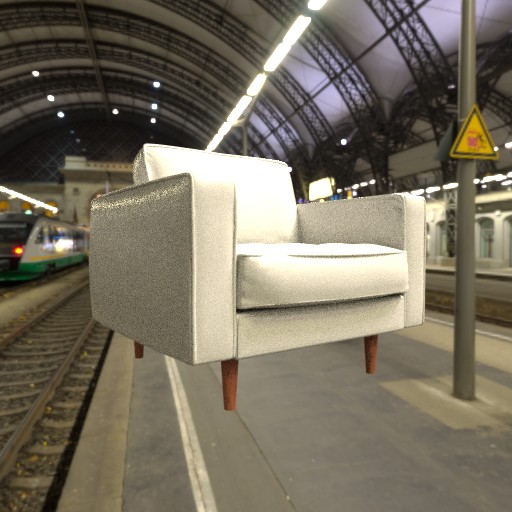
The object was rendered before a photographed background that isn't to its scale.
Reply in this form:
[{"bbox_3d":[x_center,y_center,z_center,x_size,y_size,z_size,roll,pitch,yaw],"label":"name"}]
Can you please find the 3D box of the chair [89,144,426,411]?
[{"bbox_3d":[0.000,0.000,1.521,0.928,0.773,0.843,-1,2,-36],"label":"chair"}]
